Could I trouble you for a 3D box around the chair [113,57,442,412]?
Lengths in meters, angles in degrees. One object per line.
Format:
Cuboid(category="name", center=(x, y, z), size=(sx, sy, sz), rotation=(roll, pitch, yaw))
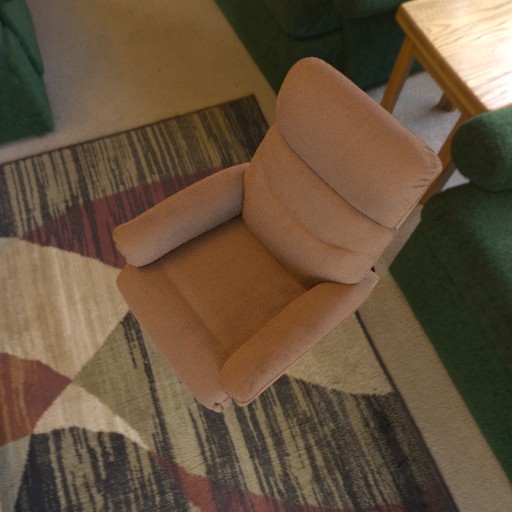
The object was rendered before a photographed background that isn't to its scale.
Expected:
Cuboid(category="chair", center=(0.000, 0.000, 1.710), size=(1.004, 1.037, 0.820), rotation=(-36, 70, -15))
